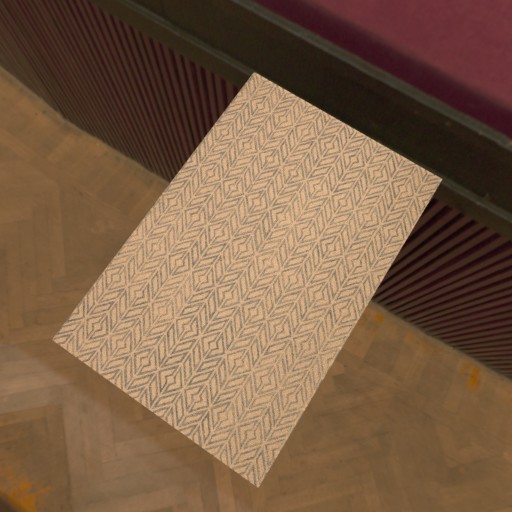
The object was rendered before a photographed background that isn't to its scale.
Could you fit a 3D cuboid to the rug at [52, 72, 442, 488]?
[{"bbox_3d":[0.000,0.000,2.300,1.220,0.008,1.824,32,78,8],"label":"rug"}]
